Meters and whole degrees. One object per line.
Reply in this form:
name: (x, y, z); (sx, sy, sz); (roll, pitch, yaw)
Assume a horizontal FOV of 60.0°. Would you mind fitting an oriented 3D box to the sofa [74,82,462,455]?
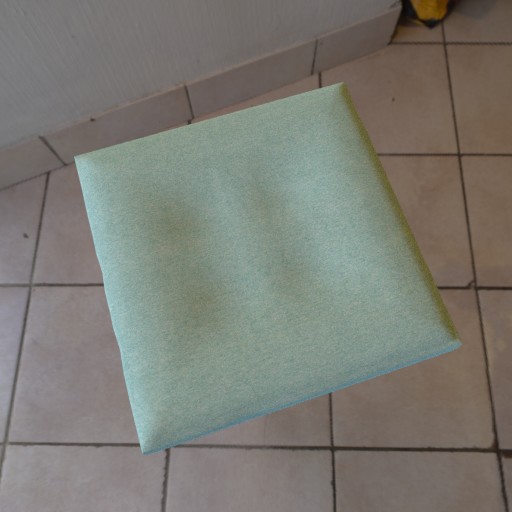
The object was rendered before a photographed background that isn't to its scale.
sofa: (0.000, 0.000, 1.422); (0.930, 0.330, 0.930); (-17, 74, -5)
